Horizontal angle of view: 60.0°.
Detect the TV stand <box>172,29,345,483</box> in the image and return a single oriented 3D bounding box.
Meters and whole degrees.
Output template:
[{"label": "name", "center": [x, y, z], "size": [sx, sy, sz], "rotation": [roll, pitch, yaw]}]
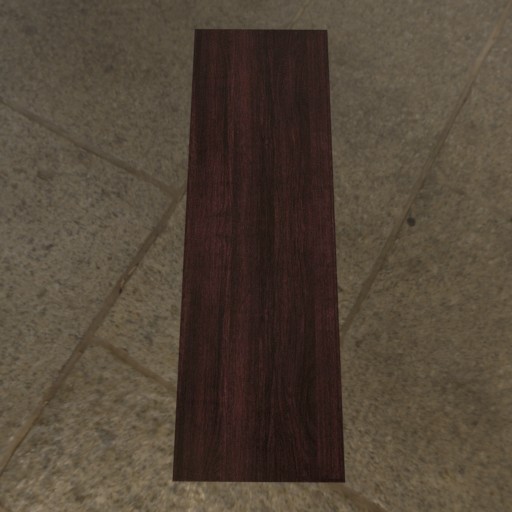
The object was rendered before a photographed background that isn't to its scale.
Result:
[{"label": "TV stand", "center": [0.000, 0.000, 1.426], "size": [0.404, 0.614, 1.192], "rotation": [0, 76, 0]}]
